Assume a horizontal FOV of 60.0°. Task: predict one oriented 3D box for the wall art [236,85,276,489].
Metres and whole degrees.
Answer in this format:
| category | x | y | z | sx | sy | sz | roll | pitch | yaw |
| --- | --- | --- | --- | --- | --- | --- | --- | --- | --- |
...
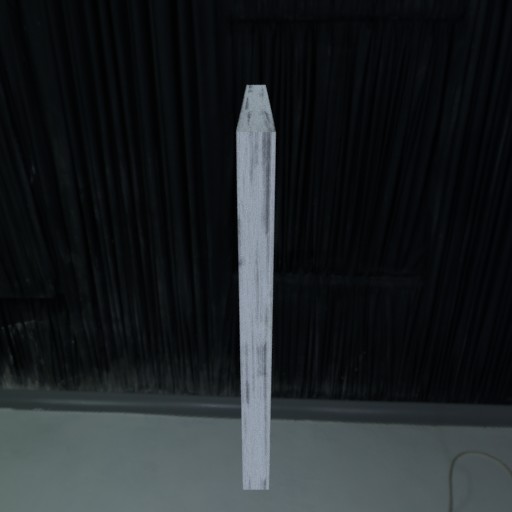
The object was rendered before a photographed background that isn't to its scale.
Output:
| category | x | y | z | sx | sy | sz | roll | pitch | yaw |
| --- | --- | --- | --- | --- | --- | --- | --- | --- | --- |
| wall art | 0.000 | 0.000 | 0.758 | 0.038 | 0.506 | 0.506 | 0 | 26 | 0 |
